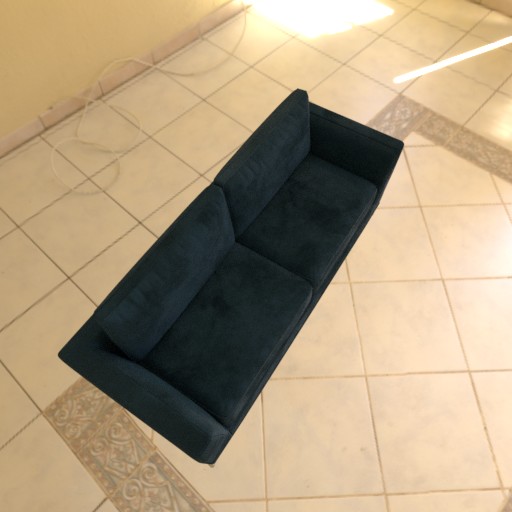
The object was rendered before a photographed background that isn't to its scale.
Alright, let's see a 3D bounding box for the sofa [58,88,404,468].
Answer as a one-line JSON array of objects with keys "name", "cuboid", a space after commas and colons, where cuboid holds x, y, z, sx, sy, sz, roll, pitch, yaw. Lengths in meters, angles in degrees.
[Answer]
[{"name": "sofa", "cuboid": [0.000, 0.000, 2.672, 0.853, 0.998, 2.212, 29, 64, 16]}]
